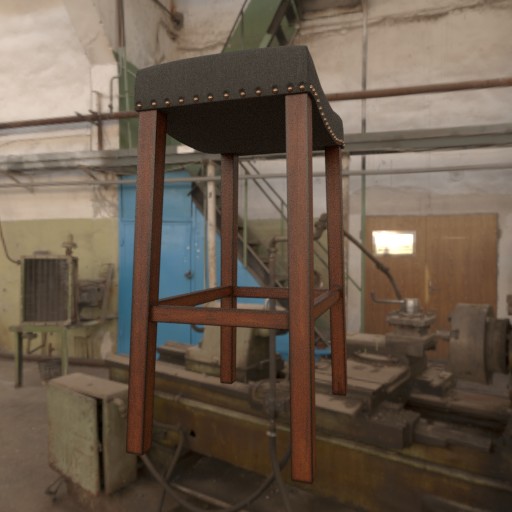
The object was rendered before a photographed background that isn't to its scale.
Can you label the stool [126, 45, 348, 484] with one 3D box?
[{"bbox_3d":[0.000,0.000,1.032,0.366,0.760,0.502,0,1,18],"label":"stool"}]
